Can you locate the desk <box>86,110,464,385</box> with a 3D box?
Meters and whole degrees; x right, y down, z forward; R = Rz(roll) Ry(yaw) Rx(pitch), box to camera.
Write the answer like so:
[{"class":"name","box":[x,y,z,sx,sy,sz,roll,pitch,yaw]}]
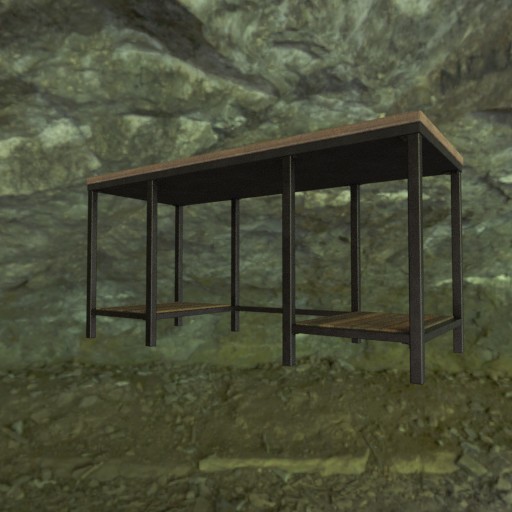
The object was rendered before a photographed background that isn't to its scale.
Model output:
[{"class":"desk","box":[0.000,0.000,1.901,1.538,0.753,0.617,-2,-3,35]}]
